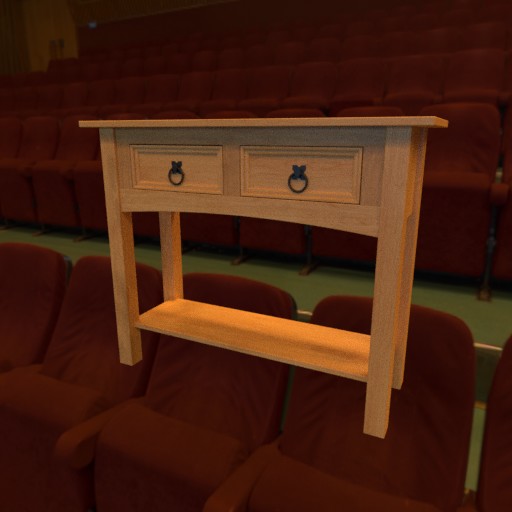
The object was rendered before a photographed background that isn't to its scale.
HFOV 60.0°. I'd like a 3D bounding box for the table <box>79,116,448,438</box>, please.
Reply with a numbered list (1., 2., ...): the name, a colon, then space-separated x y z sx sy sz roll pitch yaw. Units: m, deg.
1. table: 0.000 0.000 1.246 0.900 0.728 0.340 8 17 25
